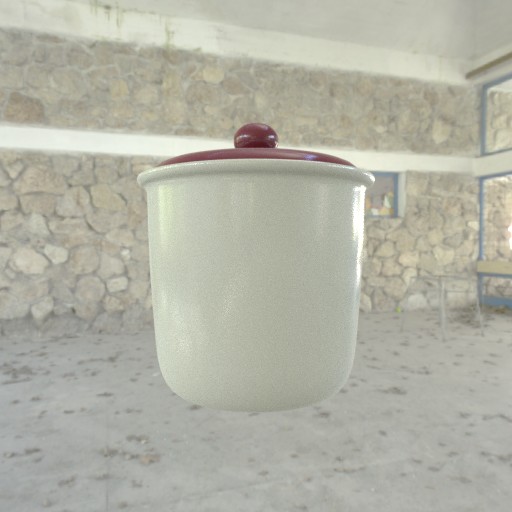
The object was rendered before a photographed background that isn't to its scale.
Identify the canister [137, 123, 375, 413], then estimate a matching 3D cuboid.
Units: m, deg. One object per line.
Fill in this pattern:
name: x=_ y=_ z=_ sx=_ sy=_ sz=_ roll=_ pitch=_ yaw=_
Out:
canister: x=0.000 y=0.000 z=0.352 sx=0.182 sy=0.208 sz=0.182 roll=0 pitch=1 yaw=0
